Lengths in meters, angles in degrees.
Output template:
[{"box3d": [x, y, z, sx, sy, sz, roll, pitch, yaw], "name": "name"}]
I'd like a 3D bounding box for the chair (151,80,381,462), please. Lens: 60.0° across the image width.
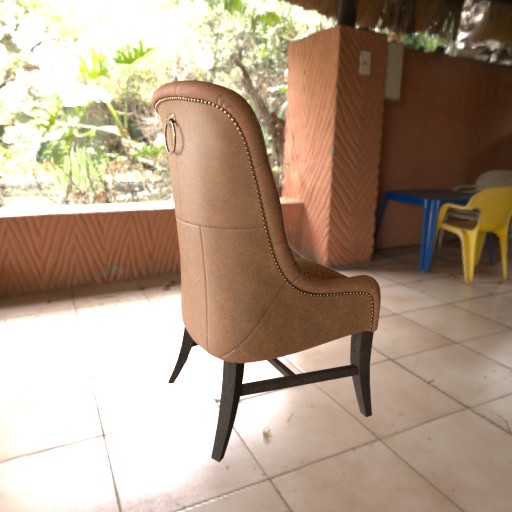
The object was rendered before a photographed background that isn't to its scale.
[{"box3d": [0.000, 0.000, 1.533, 0.629, 1.091, 0.634, -7, 16, -26], "name": "chair"}]
